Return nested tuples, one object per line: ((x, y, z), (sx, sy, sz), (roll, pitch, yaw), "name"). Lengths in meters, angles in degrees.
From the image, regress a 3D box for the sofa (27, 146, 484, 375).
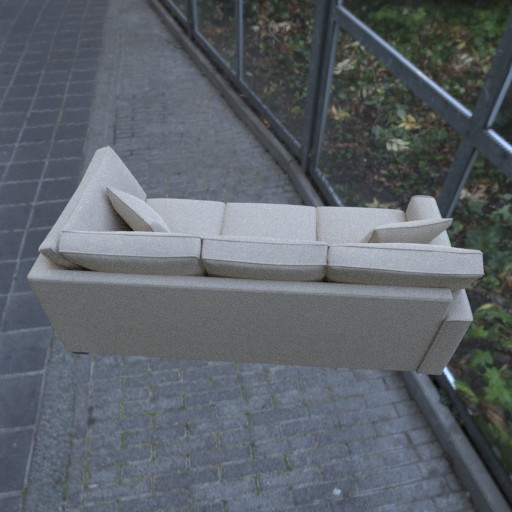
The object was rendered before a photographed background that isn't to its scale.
((0.000, 0.000, 2.777), (2.317, 0.962, 1.061), (3, 46, 3), "sofa")
